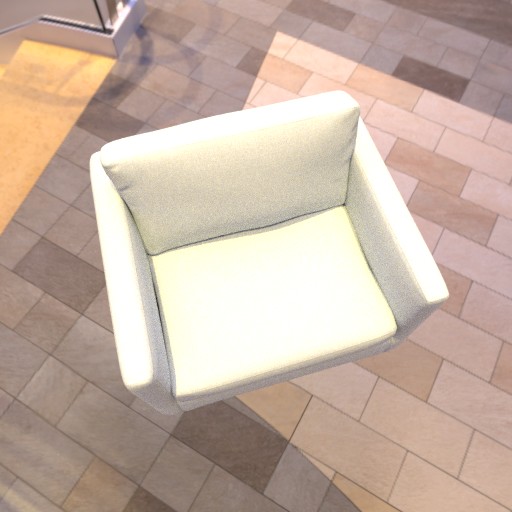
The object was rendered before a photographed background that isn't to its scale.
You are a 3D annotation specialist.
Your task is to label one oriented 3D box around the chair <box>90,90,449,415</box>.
[{"bbox_3d":[0.000,0.000,1.810,1.107,0.961,0.953,-14,65,-7],"label":"chair"}]
